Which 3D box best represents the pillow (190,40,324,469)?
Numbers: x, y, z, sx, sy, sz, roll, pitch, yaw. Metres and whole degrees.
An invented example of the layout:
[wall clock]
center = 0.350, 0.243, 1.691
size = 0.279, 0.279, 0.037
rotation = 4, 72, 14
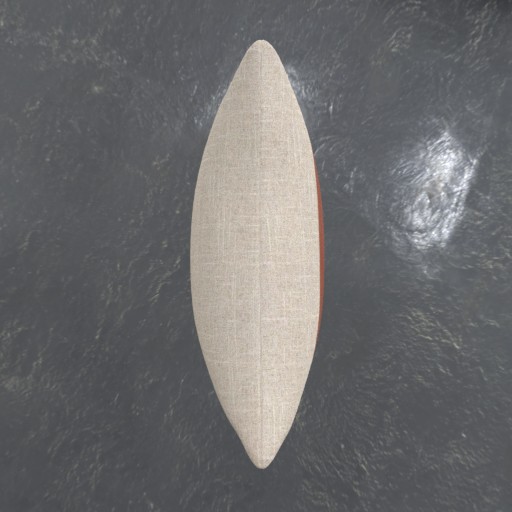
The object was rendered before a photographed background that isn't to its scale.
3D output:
[pillow]
center = 0.000, 0.000, 0.621
size = 0.173, 0.399, 0.414
rotation = 0, 89, -2
